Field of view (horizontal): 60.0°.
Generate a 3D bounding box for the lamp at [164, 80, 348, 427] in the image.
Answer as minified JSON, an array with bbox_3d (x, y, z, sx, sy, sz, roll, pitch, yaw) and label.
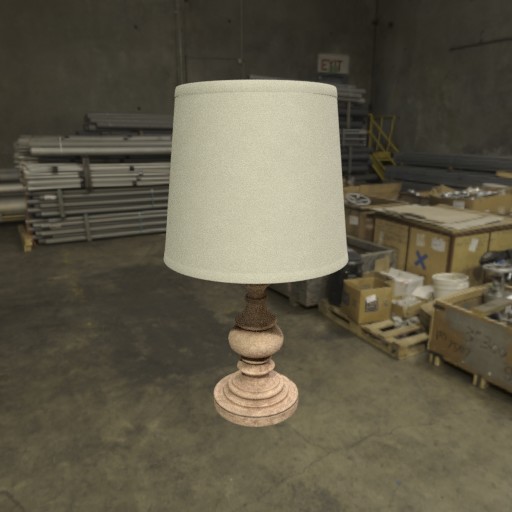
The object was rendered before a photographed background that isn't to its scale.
[{"bbox_3d":[0.000,0.000,0.669,0.273,0.497,0.273,0,15,0],"label":"lamp"}]
